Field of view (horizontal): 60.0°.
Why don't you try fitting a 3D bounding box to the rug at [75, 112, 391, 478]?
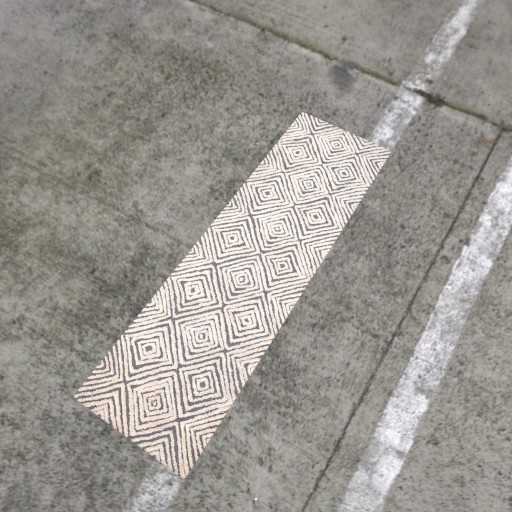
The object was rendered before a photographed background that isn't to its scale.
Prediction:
[{"bbox_3d":[0.000,0.000,2.537,0.676,0.008,2.277,29,65,15],"label":"rug"}]
